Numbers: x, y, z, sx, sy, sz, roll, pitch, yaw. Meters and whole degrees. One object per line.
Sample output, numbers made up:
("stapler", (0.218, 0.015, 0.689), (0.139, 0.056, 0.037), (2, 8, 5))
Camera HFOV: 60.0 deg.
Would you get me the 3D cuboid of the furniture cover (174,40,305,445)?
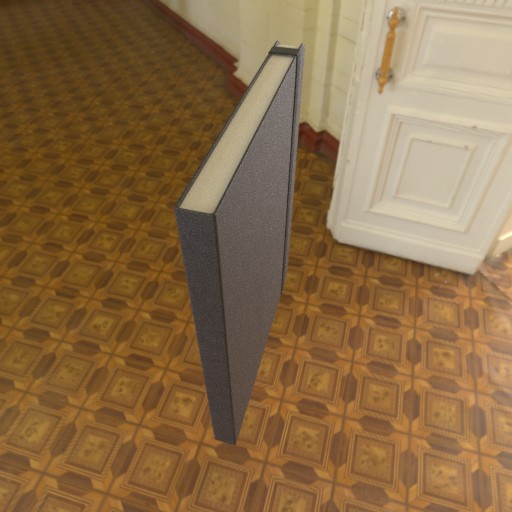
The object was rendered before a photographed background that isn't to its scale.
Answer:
("furniture cover", (0.000, 0.000, 0.378), (0.023, 0.281, 0.216), (11, 48, 11))
